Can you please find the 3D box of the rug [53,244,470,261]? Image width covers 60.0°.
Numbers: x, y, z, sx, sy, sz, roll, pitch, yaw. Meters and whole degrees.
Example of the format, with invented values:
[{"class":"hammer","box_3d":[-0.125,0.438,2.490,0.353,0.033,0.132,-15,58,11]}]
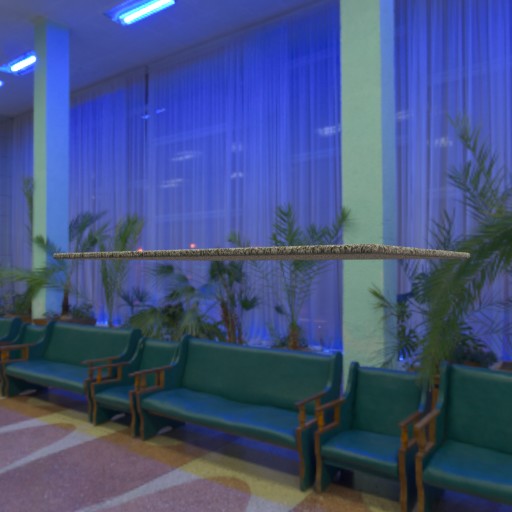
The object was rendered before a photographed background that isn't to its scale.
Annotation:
[{"class":"rug","box_3d":[0.000,0.000,2.278,1.778,0.030,1.219,-1,-1,37]}]
